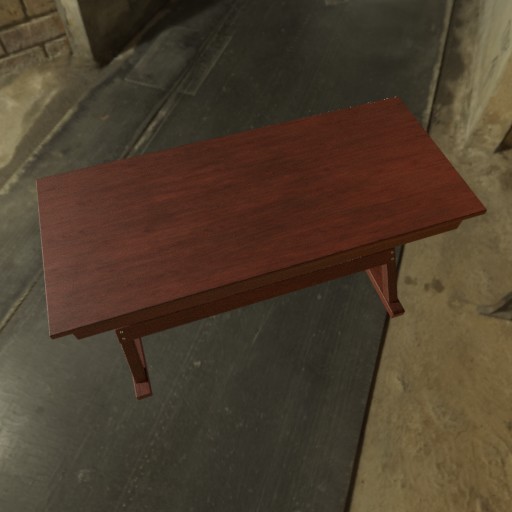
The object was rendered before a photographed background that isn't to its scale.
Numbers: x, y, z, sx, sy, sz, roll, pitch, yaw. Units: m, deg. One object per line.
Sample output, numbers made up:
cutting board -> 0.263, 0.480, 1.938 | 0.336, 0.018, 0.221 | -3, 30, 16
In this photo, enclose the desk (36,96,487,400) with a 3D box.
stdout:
desk -> 0.000, 0.000, 1.783 | 1.372, 0.761, 0.600 | -16, 59, -10
